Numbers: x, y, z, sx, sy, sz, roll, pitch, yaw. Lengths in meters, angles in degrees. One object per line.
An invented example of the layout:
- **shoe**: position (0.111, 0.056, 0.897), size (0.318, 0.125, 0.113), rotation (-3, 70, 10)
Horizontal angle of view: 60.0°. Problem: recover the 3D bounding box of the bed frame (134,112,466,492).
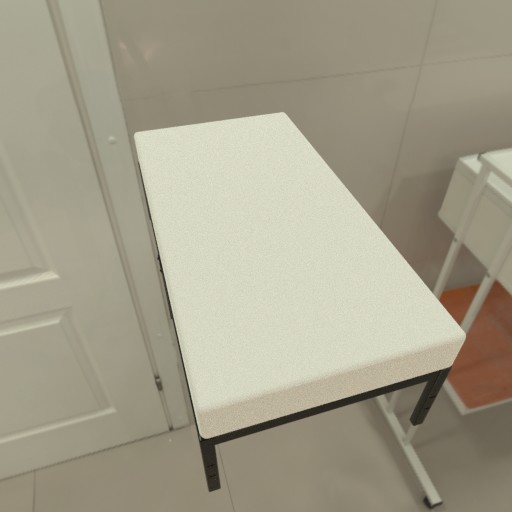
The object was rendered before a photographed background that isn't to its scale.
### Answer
- **bed frame**: position (0.000, 0.000, 2.390), size (1.023, 0.659, 1.950), rotation (-12, 44, -13)
